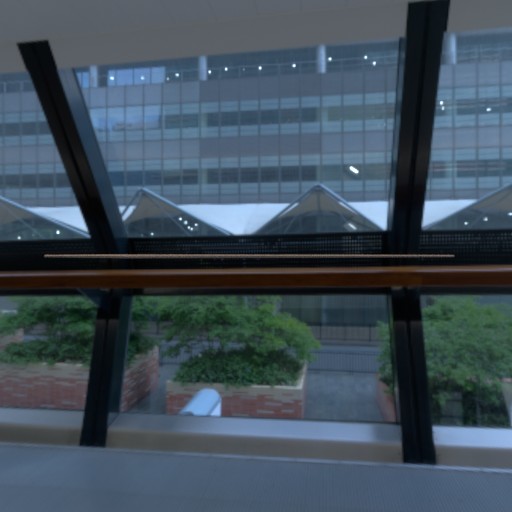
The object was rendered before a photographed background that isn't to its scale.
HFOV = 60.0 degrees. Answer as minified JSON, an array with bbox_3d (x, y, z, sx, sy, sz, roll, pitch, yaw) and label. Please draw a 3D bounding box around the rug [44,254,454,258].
[{"bbox_3d":[0.000,0.000,2.134,1.677,0.011,1.066,0,0,-36],"label":"rug"}]
